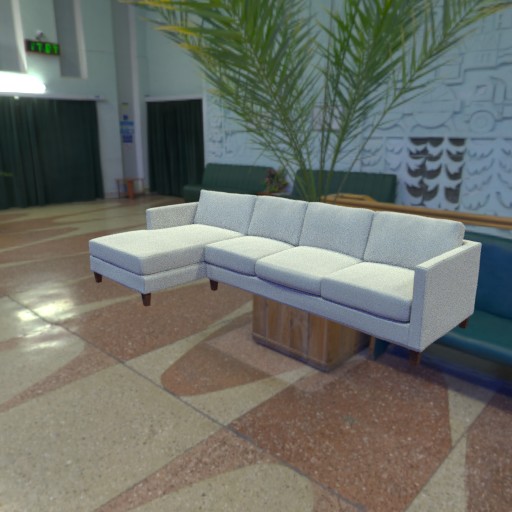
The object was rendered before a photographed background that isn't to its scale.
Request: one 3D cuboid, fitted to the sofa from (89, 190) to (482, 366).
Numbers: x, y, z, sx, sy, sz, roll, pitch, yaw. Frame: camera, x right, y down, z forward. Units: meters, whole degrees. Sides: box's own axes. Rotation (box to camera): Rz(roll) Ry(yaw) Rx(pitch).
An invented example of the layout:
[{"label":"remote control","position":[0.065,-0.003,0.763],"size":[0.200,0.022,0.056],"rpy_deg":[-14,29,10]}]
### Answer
[{"label":"sofa","position":[0.000,0.000,3.898],"size":[1.625,0.861,3.186],"rpy_deg":[-15,21,-43]}]
